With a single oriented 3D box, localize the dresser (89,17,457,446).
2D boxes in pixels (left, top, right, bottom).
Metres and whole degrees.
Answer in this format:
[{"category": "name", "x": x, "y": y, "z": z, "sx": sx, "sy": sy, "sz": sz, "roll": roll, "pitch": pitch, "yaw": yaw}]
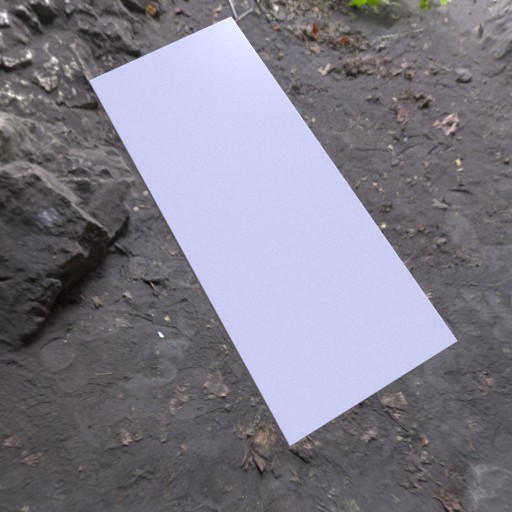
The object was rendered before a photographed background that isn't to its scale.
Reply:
[{"category": "dresser", "x": 0.000, "y": 0.000, "z": 1.621, "sx": 0.460, "sy": 1.000, "sz": 1.100, "roll": -29, "pitch": 75, "yaw": -8}]
